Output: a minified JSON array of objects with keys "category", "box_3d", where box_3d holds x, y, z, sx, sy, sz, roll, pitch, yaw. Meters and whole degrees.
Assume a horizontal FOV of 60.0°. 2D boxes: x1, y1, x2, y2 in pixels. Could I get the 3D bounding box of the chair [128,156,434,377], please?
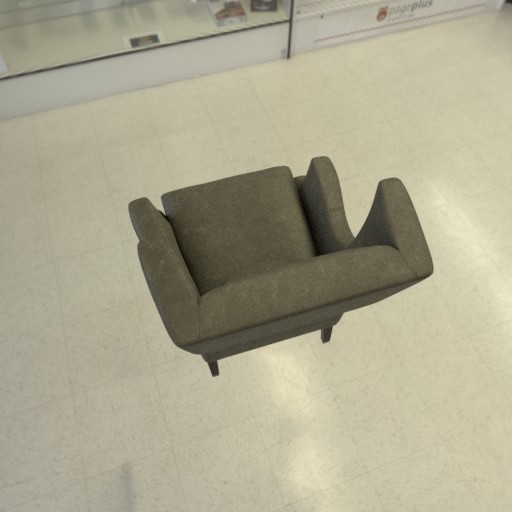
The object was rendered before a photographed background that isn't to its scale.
[{"category":"chair","box_3d":[0.000,0.000,1.703,0.853,1.016,0.926,-15,60,-9]}]
